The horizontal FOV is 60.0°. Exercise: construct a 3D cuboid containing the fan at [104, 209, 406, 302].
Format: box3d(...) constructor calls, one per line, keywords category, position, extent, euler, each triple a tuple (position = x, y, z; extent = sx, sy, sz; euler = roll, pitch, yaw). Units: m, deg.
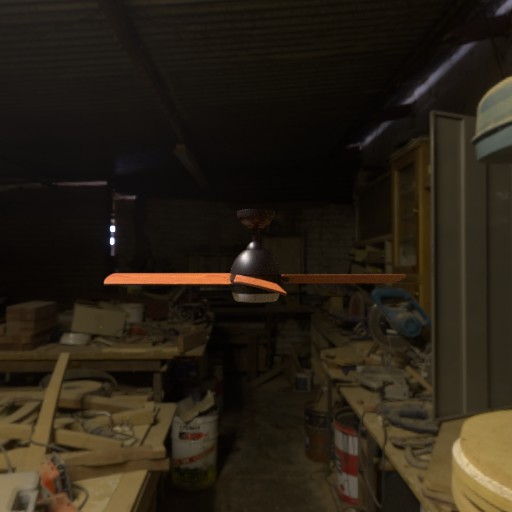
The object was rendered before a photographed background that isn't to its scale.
box3d(category="fan", position=(0.000, 0.000, 1.998), extent=(1.332, 0.403, 1.332), euler=(0, 0, -1))
